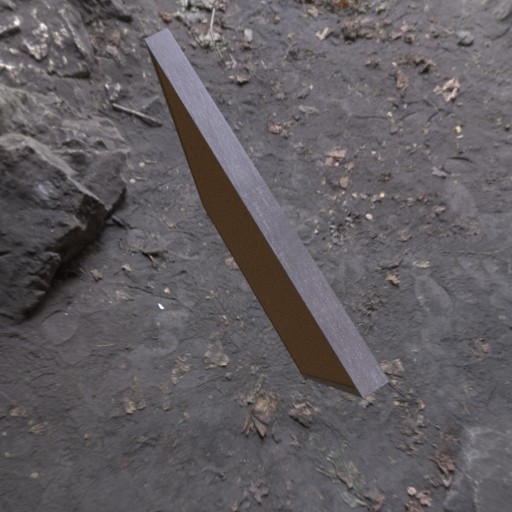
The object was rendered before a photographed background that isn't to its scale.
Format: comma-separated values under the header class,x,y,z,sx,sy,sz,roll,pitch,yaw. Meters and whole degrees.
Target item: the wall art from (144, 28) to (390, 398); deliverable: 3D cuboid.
class,x,y,z,sx,sy,sz,roll,pitch,yaw
wall art,0.000,0.000,0.683,0.032,0.521,0.421,-30,78,-7
